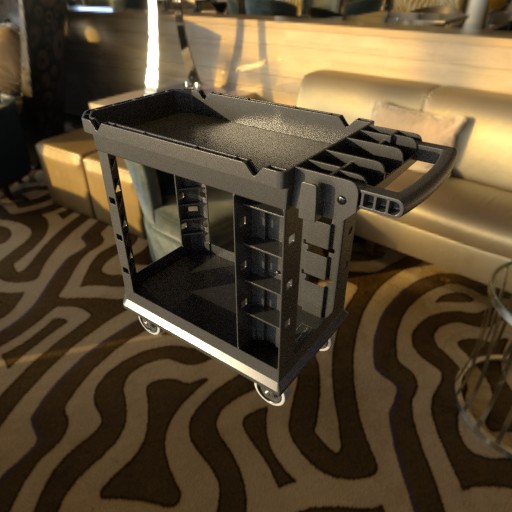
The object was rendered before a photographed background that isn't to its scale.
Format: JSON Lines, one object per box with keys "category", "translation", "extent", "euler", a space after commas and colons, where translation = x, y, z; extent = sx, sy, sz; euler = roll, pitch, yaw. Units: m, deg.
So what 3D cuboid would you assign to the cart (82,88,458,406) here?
{"category": "cart", "translation": [0.000, 0.000, 1.503], "extent": [1.061, 0.884, 0.497], "euler": [22, 39, 30]}
